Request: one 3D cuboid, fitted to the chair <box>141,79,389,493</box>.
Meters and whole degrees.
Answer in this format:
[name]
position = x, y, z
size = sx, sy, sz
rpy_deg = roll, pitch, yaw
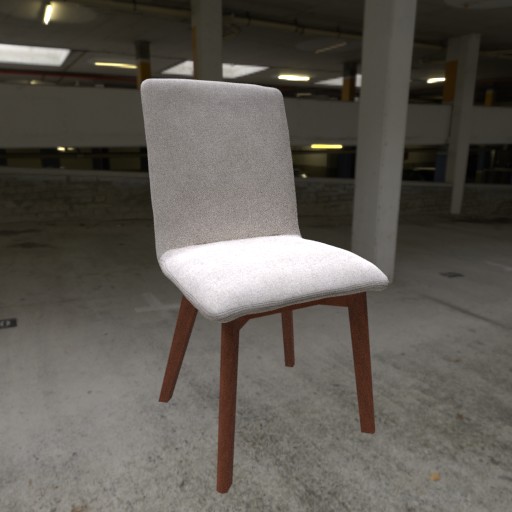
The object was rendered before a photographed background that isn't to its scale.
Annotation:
[chair]
position = 0.000, 0.000, 1.253
size = 0.522, 0.974, 0.563
rpy_deg = -8, 17, -27
